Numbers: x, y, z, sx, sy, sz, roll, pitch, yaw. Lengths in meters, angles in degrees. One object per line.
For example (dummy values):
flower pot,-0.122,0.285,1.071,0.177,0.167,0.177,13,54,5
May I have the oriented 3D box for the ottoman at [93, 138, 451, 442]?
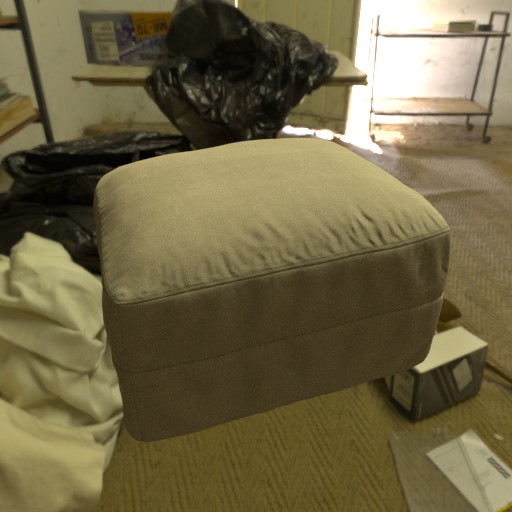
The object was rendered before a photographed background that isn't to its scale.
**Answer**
ottoman,0.000,0.000,1.056,0.712,0.480,0.584,-10,32,-16
